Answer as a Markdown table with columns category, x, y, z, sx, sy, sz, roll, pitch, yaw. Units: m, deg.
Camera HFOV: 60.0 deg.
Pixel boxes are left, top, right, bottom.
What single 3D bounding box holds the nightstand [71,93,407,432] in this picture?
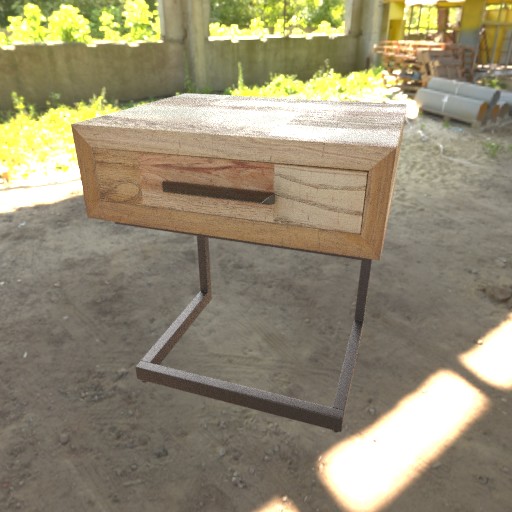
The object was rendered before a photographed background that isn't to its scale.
| category | x | y | z | sx | sy | sz | roll | pitch | yaw |
| --- | --- | --- | --- | --- | --- | --- | --- | --- | --- |
| nightstand | 0.000 | 0.000 | 1.020 | 0.558 | 0.632 | 0.481 | 9 | 28 | 17 |
